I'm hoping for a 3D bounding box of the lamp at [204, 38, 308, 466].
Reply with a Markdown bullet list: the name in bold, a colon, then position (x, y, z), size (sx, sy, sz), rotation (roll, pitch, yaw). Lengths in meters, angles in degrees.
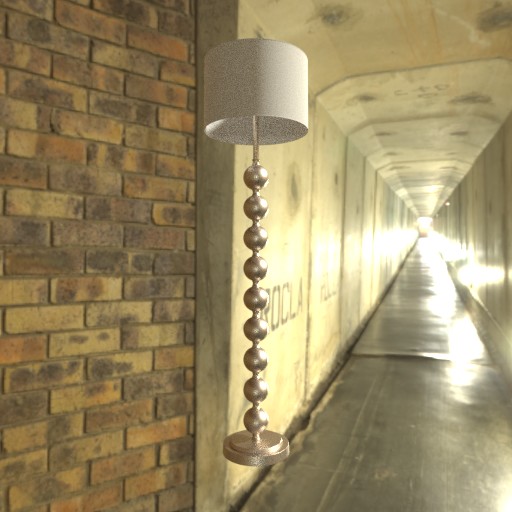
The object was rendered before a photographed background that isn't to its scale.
- **lamp**: position (0.000, 0.000, 1.680), size (0.394, 1.474, 0.394), rotation (0, 0, -37)
